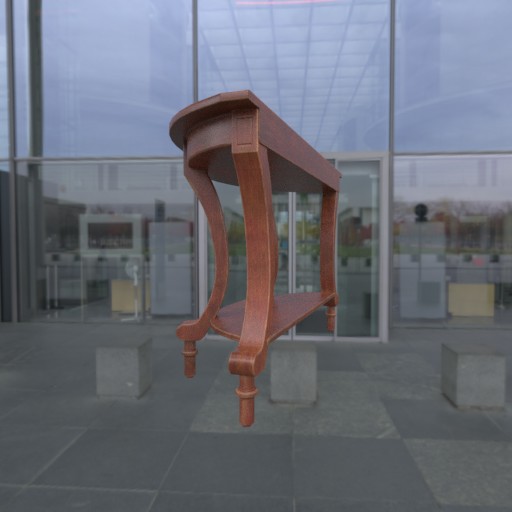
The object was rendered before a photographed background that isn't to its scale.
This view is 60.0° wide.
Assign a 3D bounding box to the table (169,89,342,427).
[{"bbox_3d":[0.000,0.000,1.505,0.394,0.699,1.198,1,2,20],"label":"table"}]
